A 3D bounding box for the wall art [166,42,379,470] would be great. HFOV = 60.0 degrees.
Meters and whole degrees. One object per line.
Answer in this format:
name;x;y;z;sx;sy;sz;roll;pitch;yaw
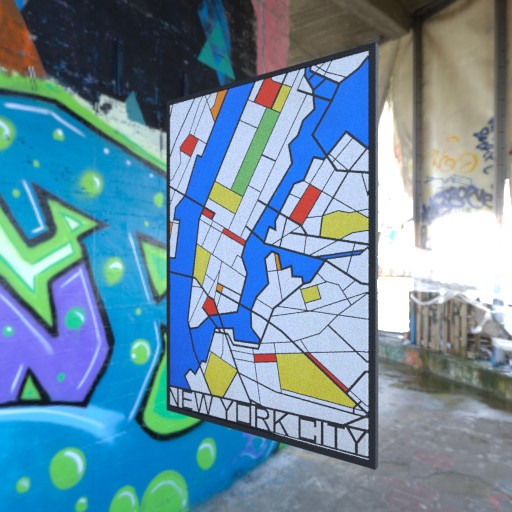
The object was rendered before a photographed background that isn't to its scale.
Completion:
wall art;0.000;0.000;0.821;0.460;0.660;0.013;0;0;35
